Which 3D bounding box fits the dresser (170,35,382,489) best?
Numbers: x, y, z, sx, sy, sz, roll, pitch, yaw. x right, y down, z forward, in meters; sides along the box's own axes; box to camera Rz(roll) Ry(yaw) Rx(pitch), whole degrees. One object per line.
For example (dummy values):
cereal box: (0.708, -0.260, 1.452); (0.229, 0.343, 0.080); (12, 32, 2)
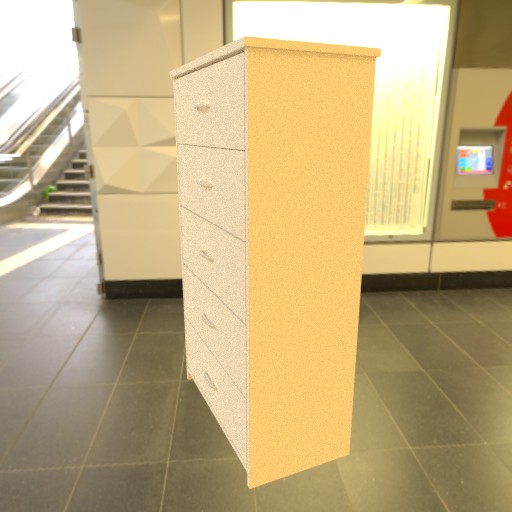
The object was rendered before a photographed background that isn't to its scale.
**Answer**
dresser: (0.000, 0.000, 1.549); (0.399, 1.255, 0.704); (-7, 17, -23)
